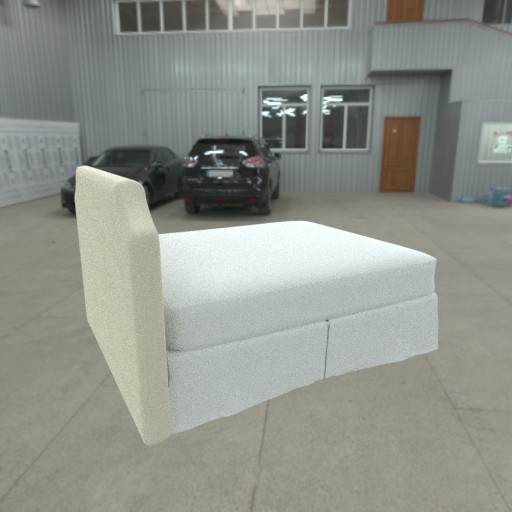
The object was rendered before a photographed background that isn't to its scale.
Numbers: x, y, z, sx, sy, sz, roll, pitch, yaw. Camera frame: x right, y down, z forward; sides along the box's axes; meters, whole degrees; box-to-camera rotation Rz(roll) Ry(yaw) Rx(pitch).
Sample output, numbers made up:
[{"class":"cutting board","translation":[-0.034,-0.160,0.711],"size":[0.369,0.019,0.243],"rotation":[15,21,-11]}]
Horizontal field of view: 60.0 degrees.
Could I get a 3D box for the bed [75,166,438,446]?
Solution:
[{"class":"bed","translation":[0.000,0.000,3.260],"size":[2.209,1.296,1.827],"rotation":[-8,17,-28]}]
